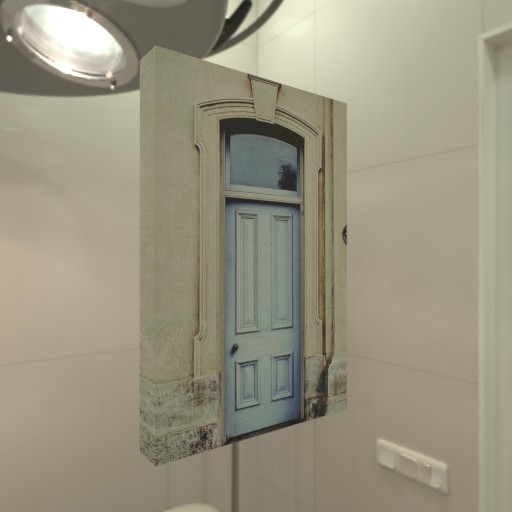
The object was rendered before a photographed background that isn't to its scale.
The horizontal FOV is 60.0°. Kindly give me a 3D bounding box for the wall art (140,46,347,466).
[{"bbox_3d":[0.000,0.000,0.492,0.254,0.381,0.038,0,0,-36],"label":"wall art"}]
